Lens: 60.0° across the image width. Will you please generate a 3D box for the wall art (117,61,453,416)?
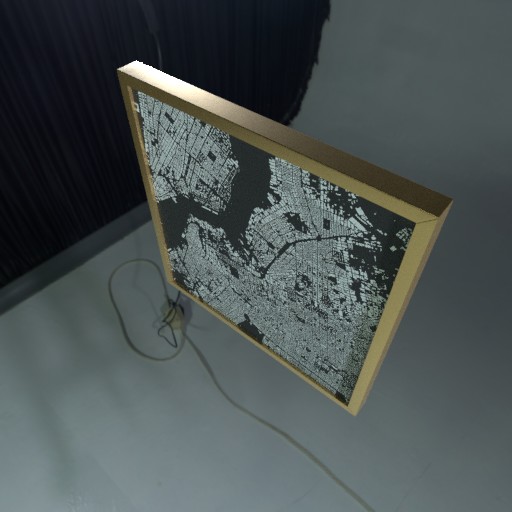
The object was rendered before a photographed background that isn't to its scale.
[{"bbox_3d":[0.000,0.000,0.453,0.305,0.305,0.023,31,55,25],"label":"wall art"}]
